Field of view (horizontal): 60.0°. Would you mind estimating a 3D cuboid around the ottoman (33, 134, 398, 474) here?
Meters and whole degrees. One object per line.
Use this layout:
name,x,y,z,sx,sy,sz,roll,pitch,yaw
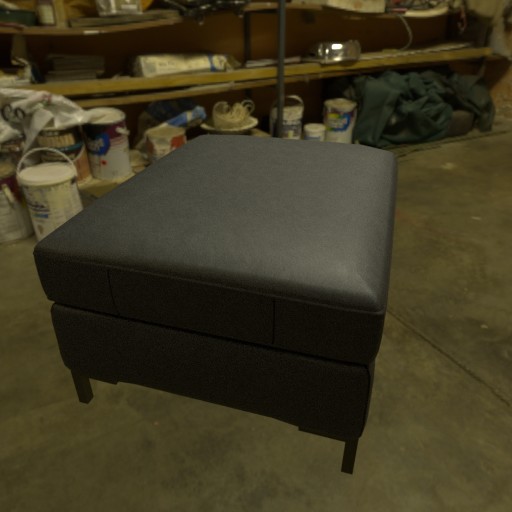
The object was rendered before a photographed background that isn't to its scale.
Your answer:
ottoman,0.000,0.000,1.711,0.967,0.696,1.187,9,31,15
